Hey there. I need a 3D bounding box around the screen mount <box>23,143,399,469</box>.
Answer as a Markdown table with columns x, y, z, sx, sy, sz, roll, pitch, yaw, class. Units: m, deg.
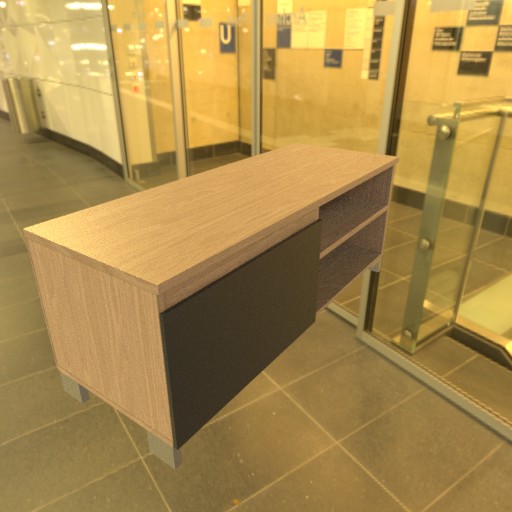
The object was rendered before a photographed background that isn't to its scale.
| x | y | z | sx | sy | sz | roll | pitch | yaw | class |
| --- | --- | --- | --- | --- | --- | --- | --- | --- | --- |
| 0.000 | 0.000 | 1.294 | 0.406 | 0.432 | 1.084 | 17 | 31 | 32 | screen mount |
